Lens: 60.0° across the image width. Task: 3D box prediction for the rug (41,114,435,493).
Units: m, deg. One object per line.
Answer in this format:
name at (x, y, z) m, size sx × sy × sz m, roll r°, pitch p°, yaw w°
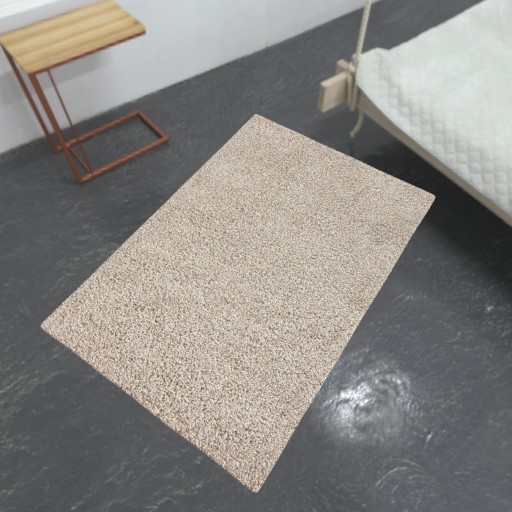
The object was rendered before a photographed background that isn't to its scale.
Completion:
rug at (0.000, 0.000, 2.266) m, size 1.219 × 0.030 × 1.778 m, roll 30°, pitch 62°, yaw 18°
